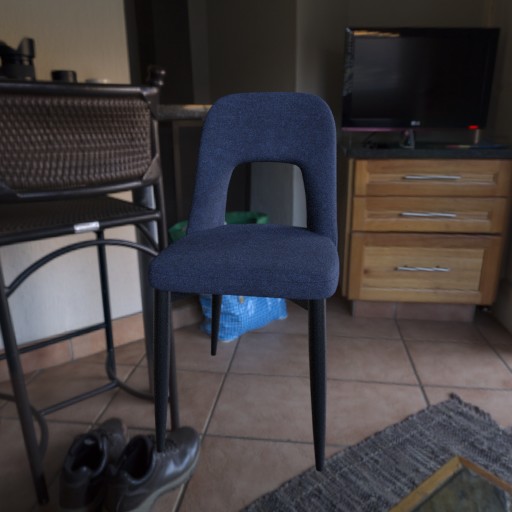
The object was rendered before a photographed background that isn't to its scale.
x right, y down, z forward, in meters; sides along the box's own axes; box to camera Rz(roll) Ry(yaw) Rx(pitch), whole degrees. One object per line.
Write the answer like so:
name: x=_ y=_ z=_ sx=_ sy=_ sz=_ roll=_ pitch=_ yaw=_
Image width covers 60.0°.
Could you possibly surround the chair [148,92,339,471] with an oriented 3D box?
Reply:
chair: x=0.000 y=0.000 z=1.285 sx=0.470 sy=0.931 sz=0.612 roll=3 pitch=17 yaw=9
